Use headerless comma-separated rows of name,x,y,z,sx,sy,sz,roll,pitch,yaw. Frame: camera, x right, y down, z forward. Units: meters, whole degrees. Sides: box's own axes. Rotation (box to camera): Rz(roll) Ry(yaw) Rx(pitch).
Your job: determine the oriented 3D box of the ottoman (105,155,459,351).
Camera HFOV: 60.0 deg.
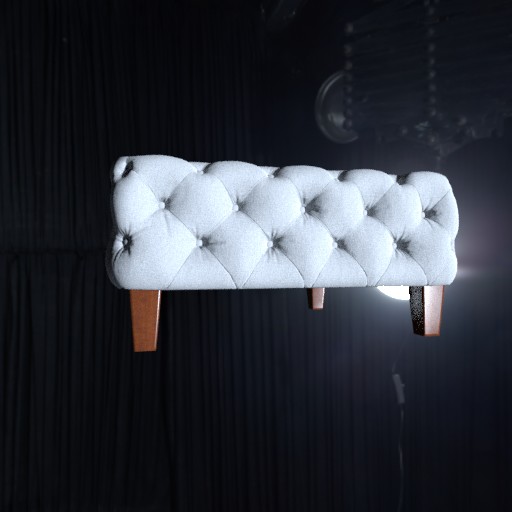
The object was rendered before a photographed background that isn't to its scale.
ottoman,0.000,0.000,1.214,0.764,0.365,0.758,0,-1,-16
